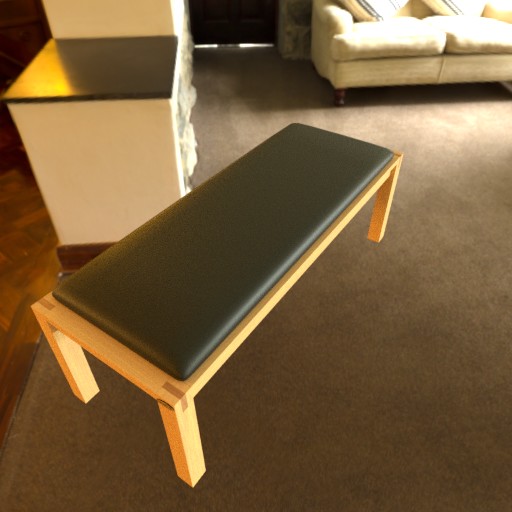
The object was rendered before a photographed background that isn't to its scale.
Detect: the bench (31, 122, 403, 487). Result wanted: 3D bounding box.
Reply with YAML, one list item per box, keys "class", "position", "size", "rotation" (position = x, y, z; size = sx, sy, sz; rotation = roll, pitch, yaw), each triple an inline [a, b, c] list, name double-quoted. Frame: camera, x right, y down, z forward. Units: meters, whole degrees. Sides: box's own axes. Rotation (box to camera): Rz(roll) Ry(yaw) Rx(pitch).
- class: "bench"
  position: [0.000, 0.000, 1.416]
  size: [0.450, 0.430, 1.202]
  rotation: [25, 47, 25]
